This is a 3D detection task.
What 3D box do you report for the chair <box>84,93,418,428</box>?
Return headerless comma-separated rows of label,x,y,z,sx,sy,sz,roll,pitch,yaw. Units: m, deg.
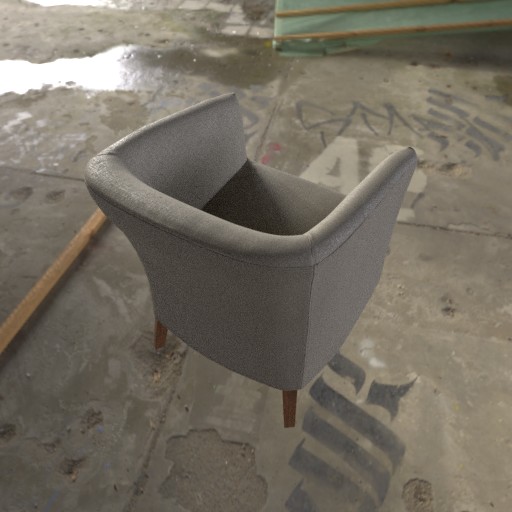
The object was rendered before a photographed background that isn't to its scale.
chair,0.000,0.000,1.245,0.600,0.771,0.668,25,52,21
